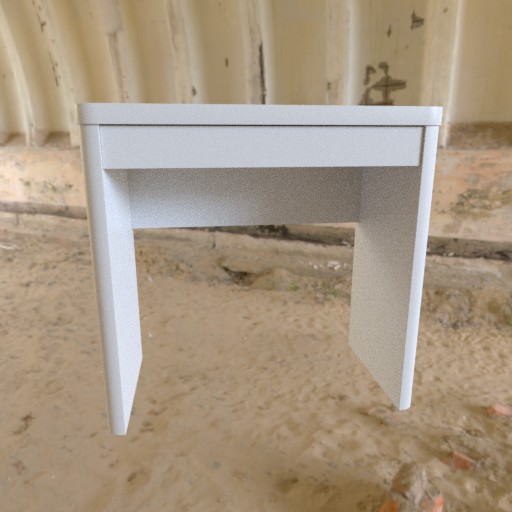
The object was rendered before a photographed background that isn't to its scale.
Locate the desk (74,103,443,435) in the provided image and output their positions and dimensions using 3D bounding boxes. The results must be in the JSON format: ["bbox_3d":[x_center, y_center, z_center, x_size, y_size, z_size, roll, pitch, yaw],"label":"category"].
[{"bbox_3d":[0.000,0.000,1.219,0.790,0.760,0.446,-2,15,-8],"label":"desk"}]
